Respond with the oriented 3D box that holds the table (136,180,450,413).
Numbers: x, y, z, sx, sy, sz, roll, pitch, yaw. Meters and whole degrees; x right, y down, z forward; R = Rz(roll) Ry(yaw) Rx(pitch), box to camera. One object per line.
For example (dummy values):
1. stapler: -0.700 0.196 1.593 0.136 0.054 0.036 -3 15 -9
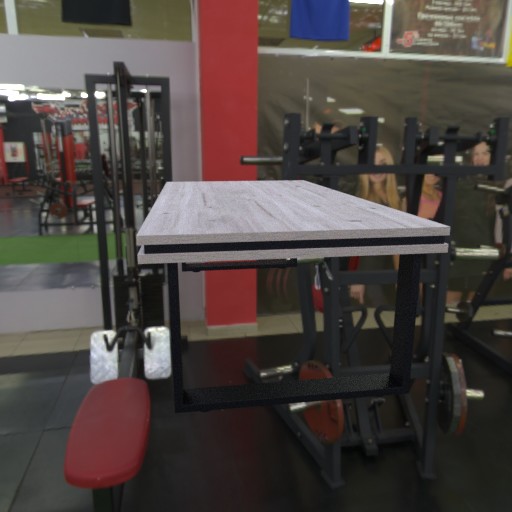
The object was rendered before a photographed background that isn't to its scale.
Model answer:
1. table: 0.000 0.000 1.667 0.700 0.450 1.350 -2 14 -8
